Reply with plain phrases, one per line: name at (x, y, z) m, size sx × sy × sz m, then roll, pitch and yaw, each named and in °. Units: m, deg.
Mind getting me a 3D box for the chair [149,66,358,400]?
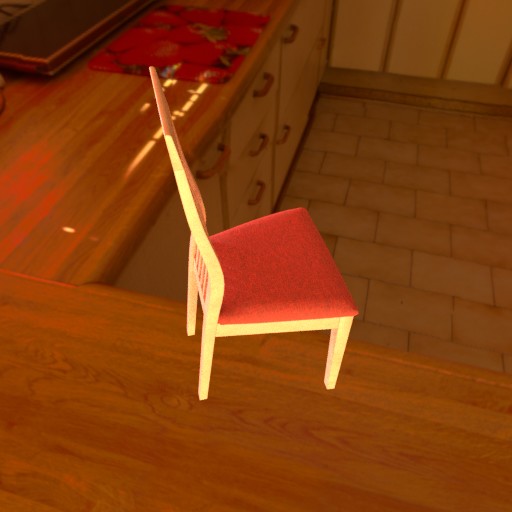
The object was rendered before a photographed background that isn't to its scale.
chair at (0.000, 0.000, 1.287) m, size 0.474 × 1.027 × 0.460 m, roll -11°, pitch 48°, yaw -10°
